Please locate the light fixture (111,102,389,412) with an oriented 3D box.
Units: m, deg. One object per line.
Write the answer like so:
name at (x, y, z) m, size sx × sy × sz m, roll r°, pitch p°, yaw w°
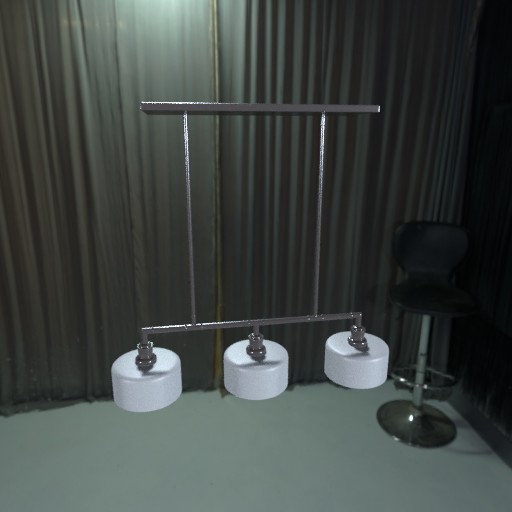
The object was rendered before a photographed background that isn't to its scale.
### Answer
light fixture at (0.000, 0.000, 0.872) m, size 0.582 × 0.557 × 0.177 m, roll -3°, pitch 16°, yaw -10°
